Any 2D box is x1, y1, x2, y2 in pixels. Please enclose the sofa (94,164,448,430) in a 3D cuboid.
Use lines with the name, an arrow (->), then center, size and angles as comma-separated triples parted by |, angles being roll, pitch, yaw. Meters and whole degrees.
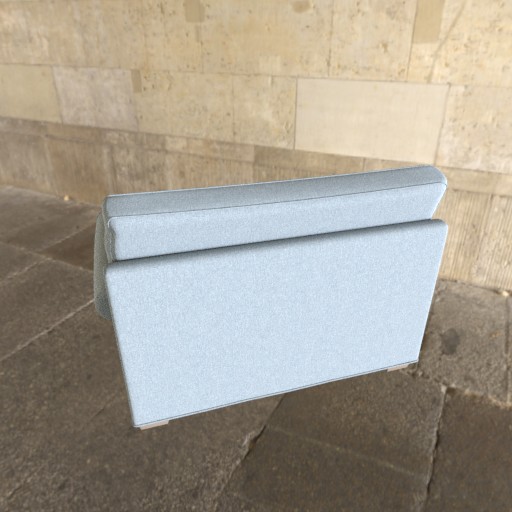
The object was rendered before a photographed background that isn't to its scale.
sofa -> 0.000, 0.000, 2.064 | 1.410, 0.953, 0.940 | -8, 28, -16
